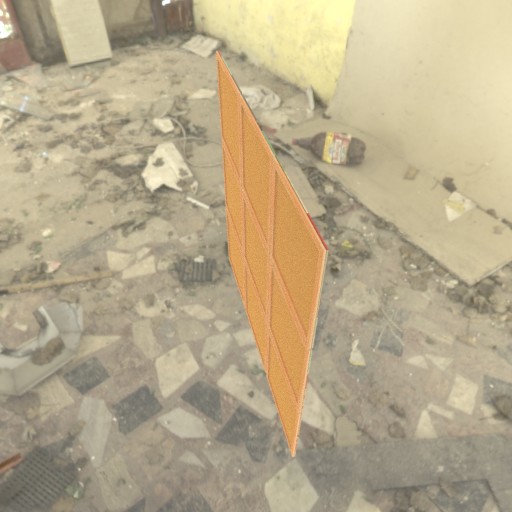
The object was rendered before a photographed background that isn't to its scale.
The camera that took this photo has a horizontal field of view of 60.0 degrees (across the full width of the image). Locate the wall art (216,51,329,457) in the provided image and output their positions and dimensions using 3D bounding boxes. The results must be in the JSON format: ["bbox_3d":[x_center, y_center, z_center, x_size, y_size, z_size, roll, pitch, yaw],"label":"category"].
[{"bbox_3d":[0.000,0.000,1.847,0.013,1.220,1.216,-11,46,-11],"label":"wall art"}]
